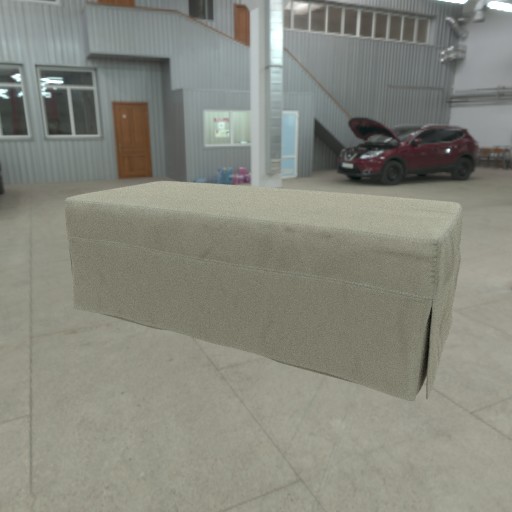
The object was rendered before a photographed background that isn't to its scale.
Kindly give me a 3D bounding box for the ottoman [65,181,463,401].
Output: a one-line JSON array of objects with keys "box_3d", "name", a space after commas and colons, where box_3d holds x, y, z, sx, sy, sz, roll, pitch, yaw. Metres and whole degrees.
[{"box_3d": [0.000, 0.000, 1.679, 1.388, 0.457, 0.665, 9, 19, 27], "name": "ottoman"}]
